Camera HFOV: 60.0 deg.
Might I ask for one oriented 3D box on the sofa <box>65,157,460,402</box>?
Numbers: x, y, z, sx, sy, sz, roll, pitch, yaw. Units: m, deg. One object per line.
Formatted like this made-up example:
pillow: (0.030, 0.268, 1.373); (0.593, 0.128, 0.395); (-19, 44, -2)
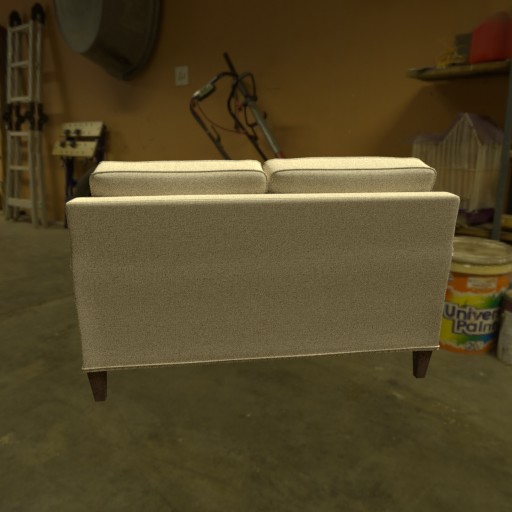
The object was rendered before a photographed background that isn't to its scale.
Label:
sofa: (0.000, 0.000, 2.253); (1.597, 1.003, 1.084); (-2, 15, -7)
